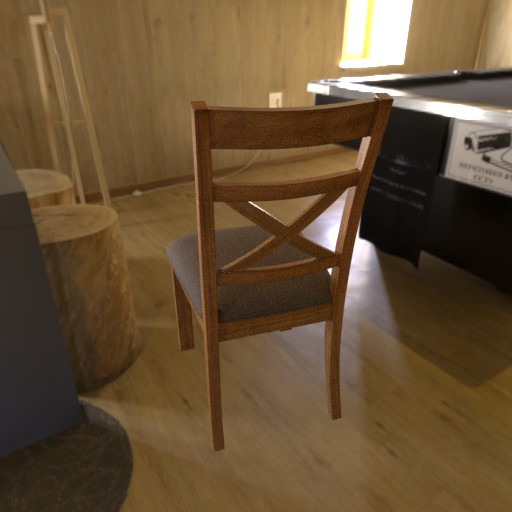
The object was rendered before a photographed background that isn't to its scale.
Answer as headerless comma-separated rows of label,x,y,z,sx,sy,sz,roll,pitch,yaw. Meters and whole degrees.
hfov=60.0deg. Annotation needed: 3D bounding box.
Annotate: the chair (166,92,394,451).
chair,0.000,0.000,1.289,0.470,0.949,0.581,-8,29,-16
